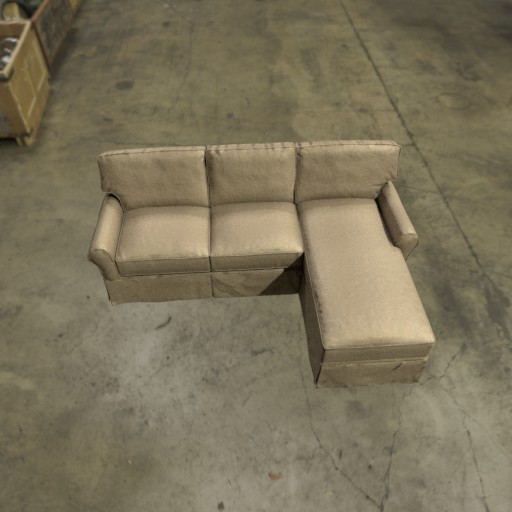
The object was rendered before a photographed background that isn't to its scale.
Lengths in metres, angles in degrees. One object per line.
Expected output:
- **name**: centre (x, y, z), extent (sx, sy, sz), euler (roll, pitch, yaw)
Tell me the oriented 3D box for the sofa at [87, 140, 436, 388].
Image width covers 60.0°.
- **sofa**: centre (0.000, 0.000, 3.335), extent (2.475, 0.978, 1.733), euler (-3, 48, -3)
